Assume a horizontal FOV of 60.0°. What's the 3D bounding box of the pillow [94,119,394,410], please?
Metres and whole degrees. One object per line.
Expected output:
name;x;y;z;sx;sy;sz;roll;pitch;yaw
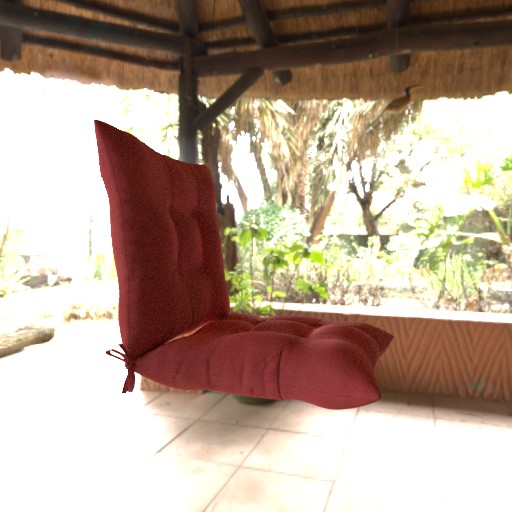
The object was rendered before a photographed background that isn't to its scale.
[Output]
pillow;0.000;0.000;1.008;0.585;0.536;0.541;0;1;19
